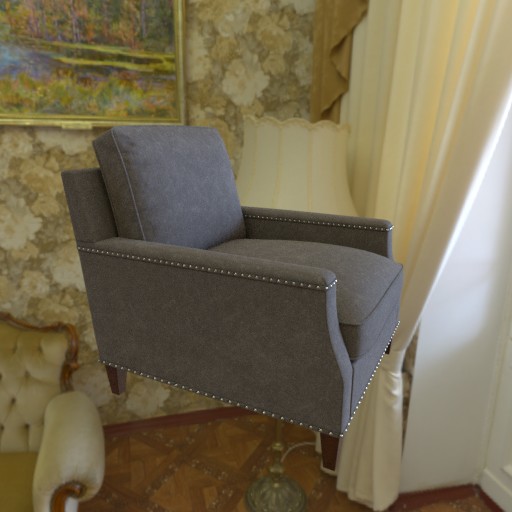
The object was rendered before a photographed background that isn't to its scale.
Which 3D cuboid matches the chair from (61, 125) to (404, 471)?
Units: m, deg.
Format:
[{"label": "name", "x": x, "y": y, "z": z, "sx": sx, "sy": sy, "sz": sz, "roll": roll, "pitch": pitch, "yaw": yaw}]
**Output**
[{"label": "chair", "x": 0.000, "y": 0.000, "z": 1.670, "sx": 1.014, "sy": 0.948, "sz": 0.853, "roll": 8, "pitch": 18, "yaw": 26}]
